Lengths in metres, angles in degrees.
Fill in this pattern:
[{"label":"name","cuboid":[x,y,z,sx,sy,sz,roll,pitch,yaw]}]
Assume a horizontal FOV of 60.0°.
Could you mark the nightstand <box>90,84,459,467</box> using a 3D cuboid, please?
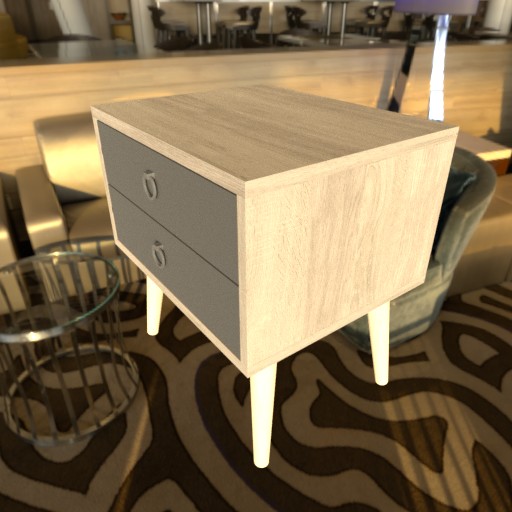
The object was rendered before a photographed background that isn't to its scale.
[{"label":"nightstand","cuboid":[0.000,0.000,0.808,0.380,0.500,0.450,-20,36,-31]}]
